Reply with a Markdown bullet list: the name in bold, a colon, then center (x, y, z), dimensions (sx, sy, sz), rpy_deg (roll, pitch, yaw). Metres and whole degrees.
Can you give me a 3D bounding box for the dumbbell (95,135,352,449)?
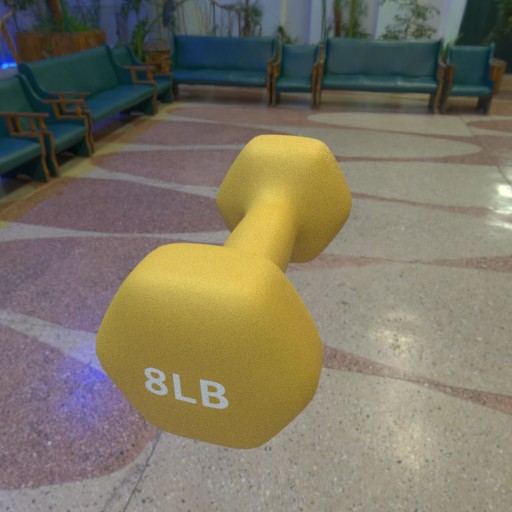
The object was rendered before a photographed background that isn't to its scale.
- **dumbbell**: center (0.000, 0.000, 0.235), dimensions (0.090, 0.082, 0.190), rpy_deg (8, 33, 13)
